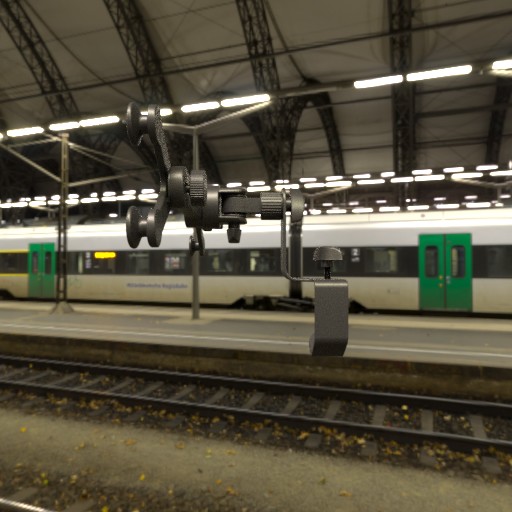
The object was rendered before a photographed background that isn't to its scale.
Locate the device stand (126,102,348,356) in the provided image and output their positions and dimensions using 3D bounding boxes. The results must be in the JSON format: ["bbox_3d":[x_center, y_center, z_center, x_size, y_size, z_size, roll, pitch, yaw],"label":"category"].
[{"bbox_3d":[0.000,0.000,0.370,0.142,0.166,0.270,0,-1,-1],"label":"device stand"}]
